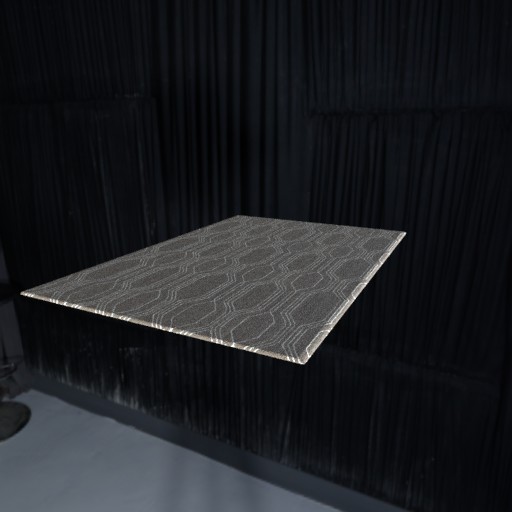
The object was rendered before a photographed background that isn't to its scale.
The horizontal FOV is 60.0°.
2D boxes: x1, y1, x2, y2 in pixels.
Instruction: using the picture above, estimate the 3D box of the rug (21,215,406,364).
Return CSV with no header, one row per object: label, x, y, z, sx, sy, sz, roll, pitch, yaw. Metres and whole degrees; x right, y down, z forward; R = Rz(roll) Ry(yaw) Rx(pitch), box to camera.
rug,0.000,0.000,2.332,1.239,0.012,1.836,8,18,26
